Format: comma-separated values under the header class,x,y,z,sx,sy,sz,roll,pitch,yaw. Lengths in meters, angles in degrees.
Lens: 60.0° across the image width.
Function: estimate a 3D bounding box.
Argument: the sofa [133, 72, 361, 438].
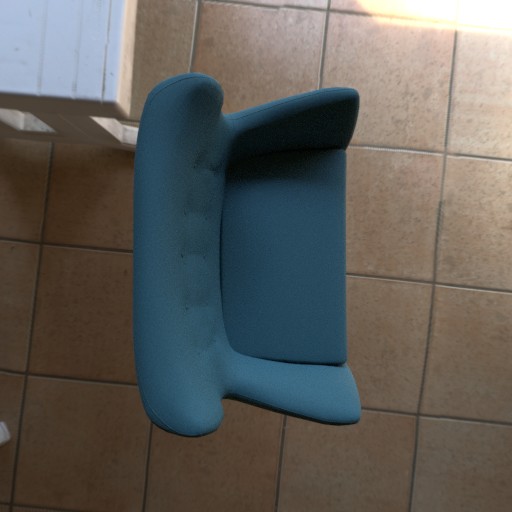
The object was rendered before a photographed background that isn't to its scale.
class,x,y,z,sx,sy,sz,roll,pitch,yaw
sofa,0.000,0.000,1.985,0.889,0.889,1.397,0,89,0
